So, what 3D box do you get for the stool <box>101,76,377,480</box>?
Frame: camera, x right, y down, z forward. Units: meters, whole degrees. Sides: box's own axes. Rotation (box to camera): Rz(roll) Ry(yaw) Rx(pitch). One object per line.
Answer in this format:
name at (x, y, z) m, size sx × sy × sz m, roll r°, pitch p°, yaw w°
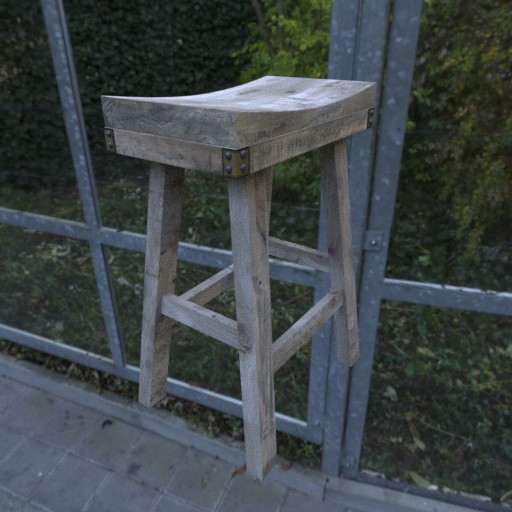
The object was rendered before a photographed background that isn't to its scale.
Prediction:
stool at (0.000, 0.000, 0.892) m, size 0.330 × 0.635 × 0.450 m, roll 18°, pitch 32°, yaw 31°
